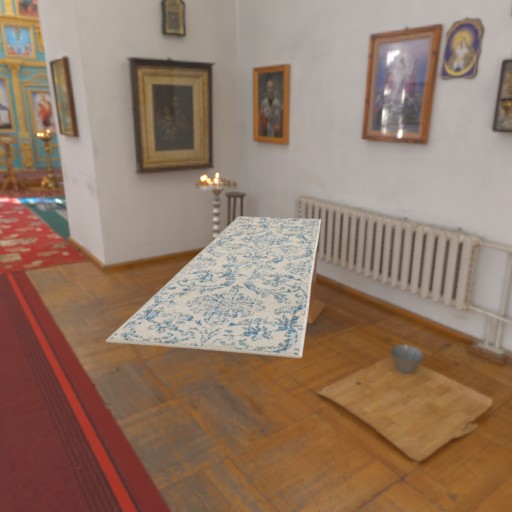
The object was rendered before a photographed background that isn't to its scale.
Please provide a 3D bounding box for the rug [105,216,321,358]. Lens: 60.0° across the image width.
[{"bbox_3d":[0.000,0.000,2.479,0.662,0.011,2.196,3,16,9],"label":"rug"}]
